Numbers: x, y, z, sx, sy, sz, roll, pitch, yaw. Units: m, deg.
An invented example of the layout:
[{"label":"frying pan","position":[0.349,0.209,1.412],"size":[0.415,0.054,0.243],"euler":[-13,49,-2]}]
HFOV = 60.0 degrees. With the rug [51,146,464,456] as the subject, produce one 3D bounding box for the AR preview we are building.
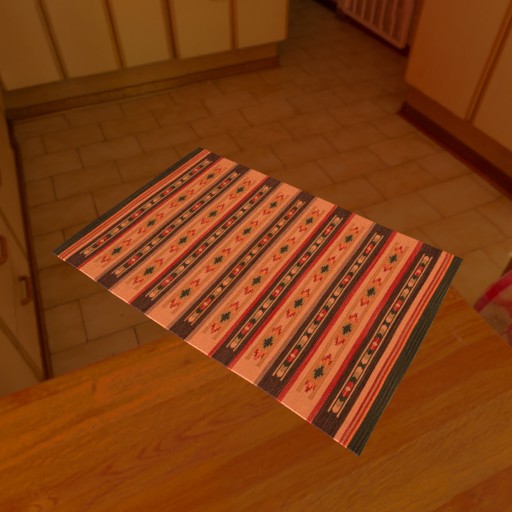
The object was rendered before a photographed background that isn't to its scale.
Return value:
[{"label":"rug","position":[0.000,0.000,2.344],"size":[1.825,0.009,1.221],"euler":[27,53,23]}]
